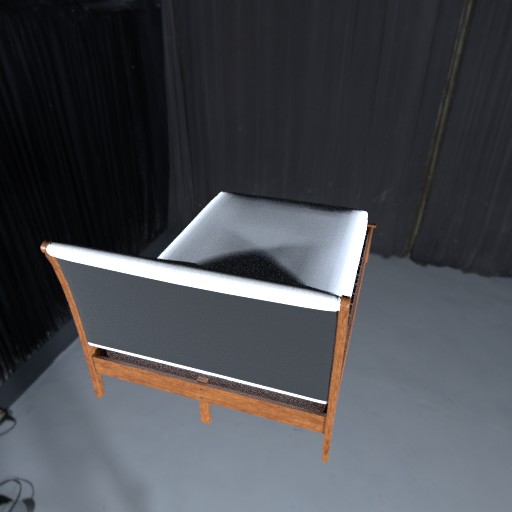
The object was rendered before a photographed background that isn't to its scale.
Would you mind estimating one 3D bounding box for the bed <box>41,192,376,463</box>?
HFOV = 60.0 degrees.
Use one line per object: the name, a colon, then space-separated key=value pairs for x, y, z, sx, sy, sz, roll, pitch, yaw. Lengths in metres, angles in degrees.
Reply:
bed: x=0.000 y=0.000 z=3.303 sx=1.612 sy=1.250 sz=2.380 roll=10 pitch=34 yaw=15
